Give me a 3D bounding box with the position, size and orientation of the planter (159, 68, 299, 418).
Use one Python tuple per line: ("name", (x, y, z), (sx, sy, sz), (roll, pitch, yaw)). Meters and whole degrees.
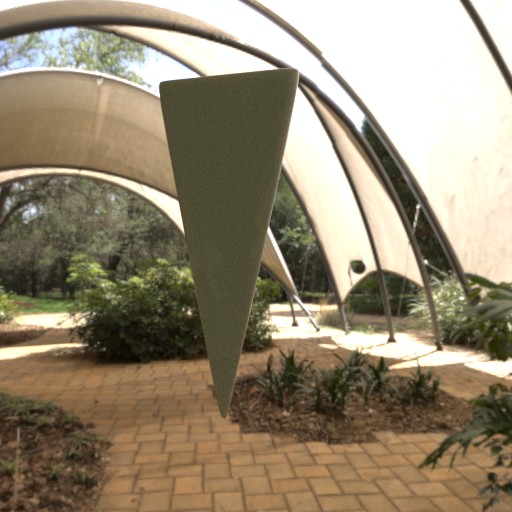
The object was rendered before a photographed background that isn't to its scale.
("planter", (0.000, 0.000, 0.223), (0.080, 0.178, 0.064), (1, -2, -35))
